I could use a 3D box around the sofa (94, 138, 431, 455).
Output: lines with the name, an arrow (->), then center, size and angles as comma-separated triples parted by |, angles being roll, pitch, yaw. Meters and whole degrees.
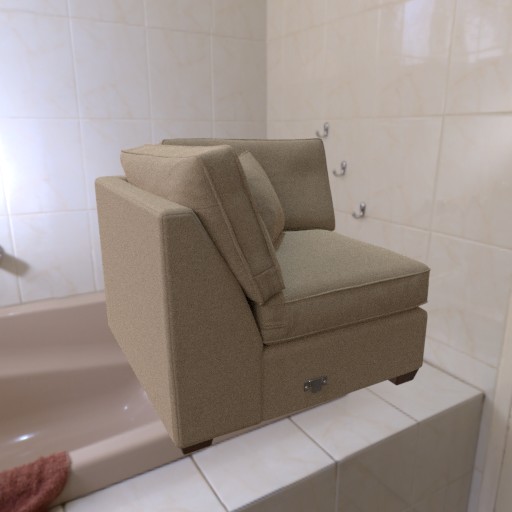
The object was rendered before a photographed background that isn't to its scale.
sofa -> 0.000, 0.000, 1.963 | 1.146, 1.002, 1.084 | -8, 18, -27
